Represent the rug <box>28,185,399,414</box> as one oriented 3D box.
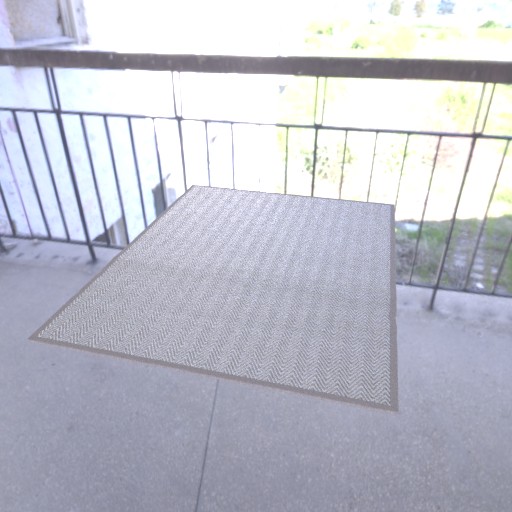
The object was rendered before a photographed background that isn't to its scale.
[{"bbox_3d":[0.000,0.000,3.994,2.434,0.032,3.007,8,31,13],"label":"rug"}]
